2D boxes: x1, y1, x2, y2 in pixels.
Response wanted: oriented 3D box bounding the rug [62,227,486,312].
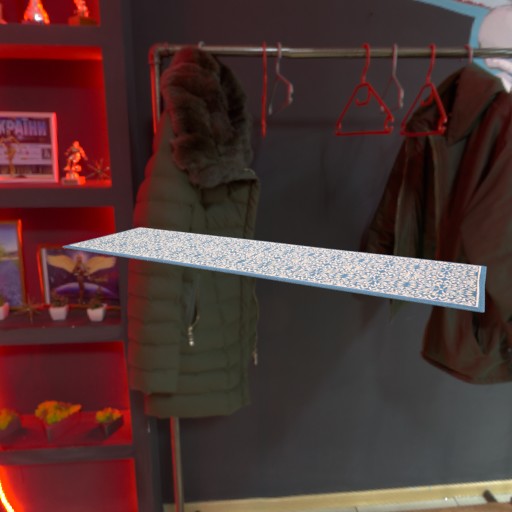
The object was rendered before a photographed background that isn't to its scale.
[{"bbox_3d":[0.000,0.000,2.371,2.196,0.011,0.662,7,16,26],"label":"rug"}]
